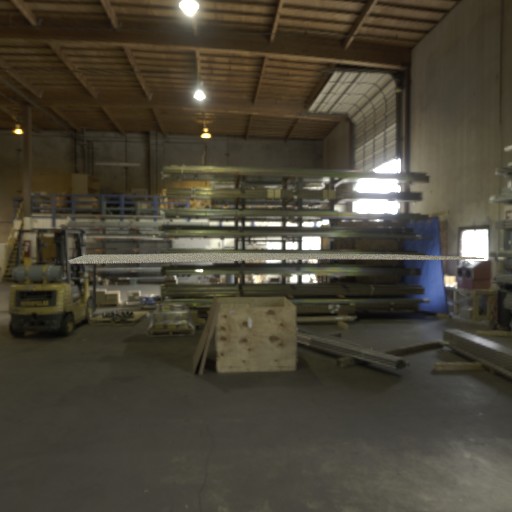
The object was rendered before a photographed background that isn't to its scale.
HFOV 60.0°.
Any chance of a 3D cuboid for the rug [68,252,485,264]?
[{"bbox_3d":[0.000,0.000,4.897,3.626,0.051,2.757,0,1,-18],"label":"rug"}]
